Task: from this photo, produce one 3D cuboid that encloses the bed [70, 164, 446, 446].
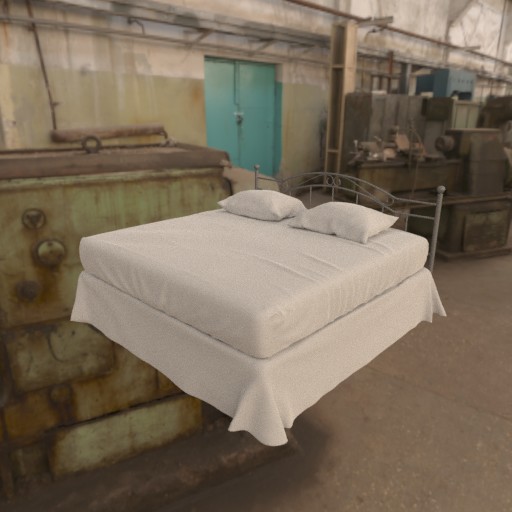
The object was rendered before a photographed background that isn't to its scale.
[{"bbox_3d":[0.000,0.000,3.503,2.309,1.080,2.220,17,25,41],"label":"bed"}]
